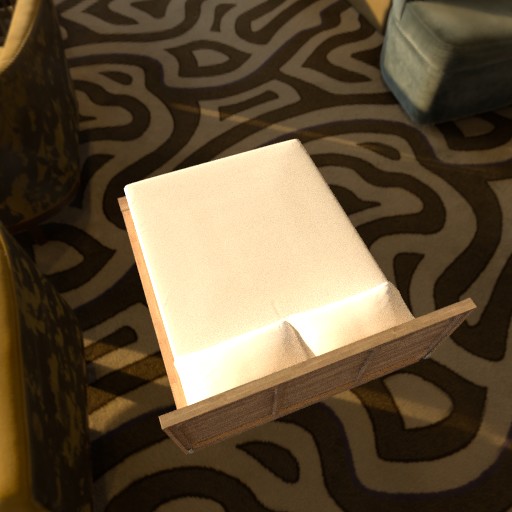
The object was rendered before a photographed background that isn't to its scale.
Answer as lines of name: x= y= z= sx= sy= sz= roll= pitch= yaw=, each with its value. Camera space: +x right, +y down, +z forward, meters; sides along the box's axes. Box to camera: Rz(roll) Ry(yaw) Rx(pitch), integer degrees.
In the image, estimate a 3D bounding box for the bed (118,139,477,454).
bed: x=0.000 y=0.000 z=3.229 sx=1.759 sy=1.071 sz=2.145 roll=-18 pitch=59 yaw=-11
